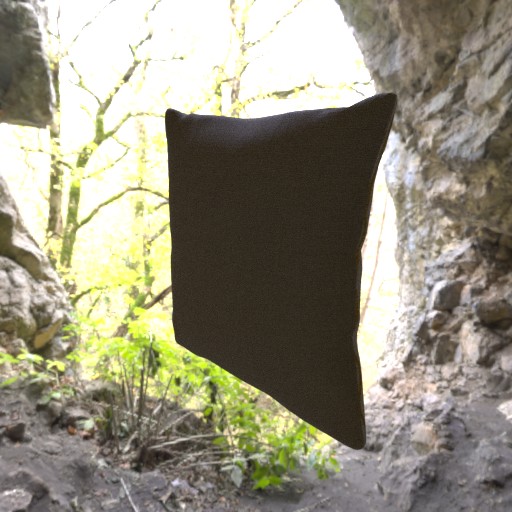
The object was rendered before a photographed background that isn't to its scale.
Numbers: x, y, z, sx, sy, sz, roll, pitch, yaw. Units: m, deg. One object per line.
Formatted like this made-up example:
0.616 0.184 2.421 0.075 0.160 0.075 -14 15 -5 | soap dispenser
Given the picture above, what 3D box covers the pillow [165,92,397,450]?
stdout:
0.000 0.000 0.660 0.159 0.436 0.429 -14 20 -42 | pillow
